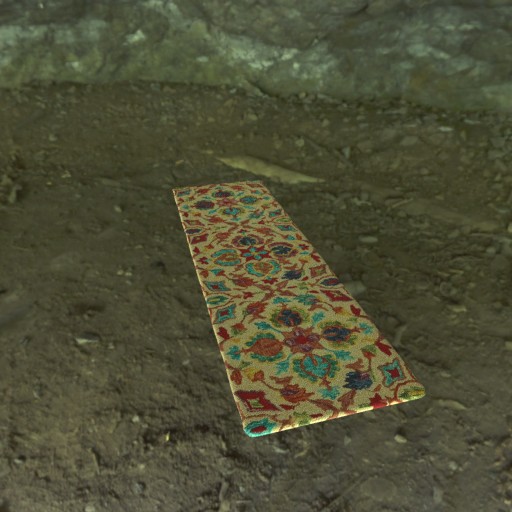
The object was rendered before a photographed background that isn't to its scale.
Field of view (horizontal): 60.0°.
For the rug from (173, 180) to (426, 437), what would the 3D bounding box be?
[{"bbox_3d":[0.000,0.000,2.486,0.693,0.016,2.273,-8,31,-13],"label":"rug"}]
